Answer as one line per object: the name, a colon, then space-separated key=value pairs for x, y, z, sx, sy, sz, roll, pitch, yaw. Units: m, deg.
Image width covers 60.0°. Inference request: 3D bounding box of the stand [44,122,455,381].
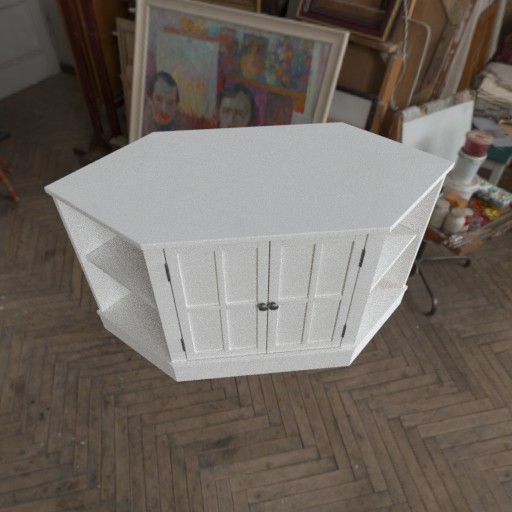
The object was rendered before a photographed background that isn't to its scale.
stand: x=0.000 y=0.000 z=1.372 sx=1.072 sy=0.614 sz=0.477 roll=-4 pitch=46 yaw=-4
